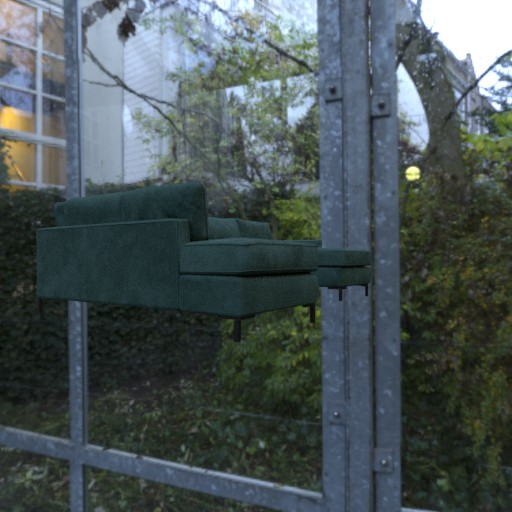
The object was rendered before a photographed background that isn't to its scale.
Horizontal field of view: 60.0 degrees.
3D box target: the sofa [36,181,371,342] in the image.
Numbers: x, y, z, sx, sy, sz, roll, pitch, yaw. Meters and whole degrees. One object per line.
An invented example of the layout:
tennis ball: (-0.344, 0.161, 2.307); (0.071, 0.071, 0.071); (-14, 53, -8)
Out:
sofa: (0.000, 0.000, 3.911); (1.992, 0.861, 2.994); (0, 0, 35)
